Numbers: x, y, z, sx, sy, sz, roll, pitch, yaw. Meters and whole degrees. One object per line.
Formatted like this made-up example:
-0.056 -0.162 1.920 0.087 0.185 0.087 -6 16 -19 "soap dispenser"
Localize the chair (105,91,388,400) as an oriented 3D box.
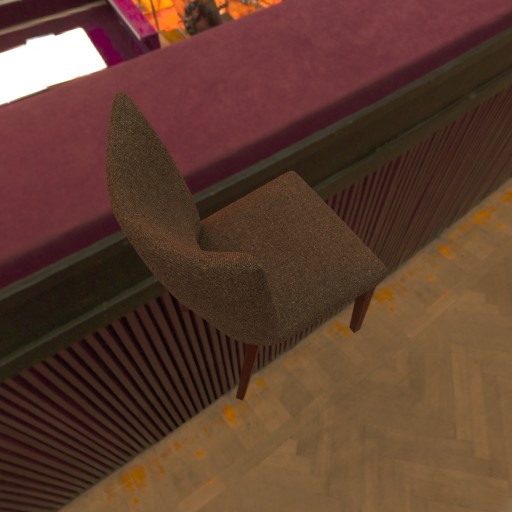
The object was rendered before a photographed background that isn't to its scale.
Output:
0.000 0.000 1.261 0.623 0.924 0.535 -29 62 -17 "chair"
